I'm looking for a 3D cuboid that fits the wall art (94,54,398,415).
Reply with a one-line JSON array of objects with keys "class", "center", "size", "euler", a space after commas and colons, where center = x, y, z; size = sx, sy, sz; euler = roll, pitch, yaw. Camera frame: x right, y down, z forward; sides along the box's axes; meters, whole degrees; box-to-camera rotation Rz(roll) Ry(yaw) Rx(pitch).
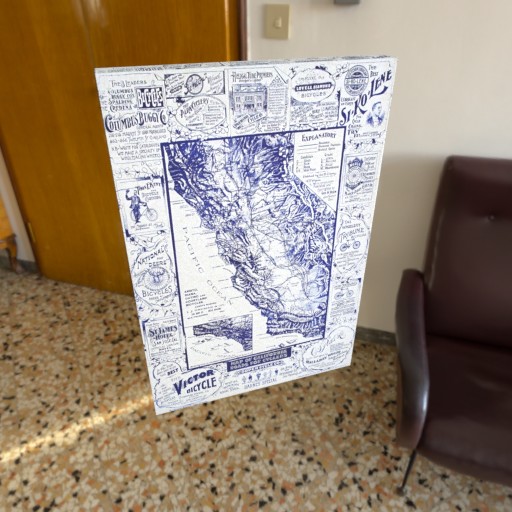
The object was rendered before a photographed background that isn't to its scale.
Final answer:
[{"class": "wall art", "center": [0.000, 0.000, 0.743], "size": [0.408, 0.601, 0.040], "euler": [-10, 33, -15]}]
